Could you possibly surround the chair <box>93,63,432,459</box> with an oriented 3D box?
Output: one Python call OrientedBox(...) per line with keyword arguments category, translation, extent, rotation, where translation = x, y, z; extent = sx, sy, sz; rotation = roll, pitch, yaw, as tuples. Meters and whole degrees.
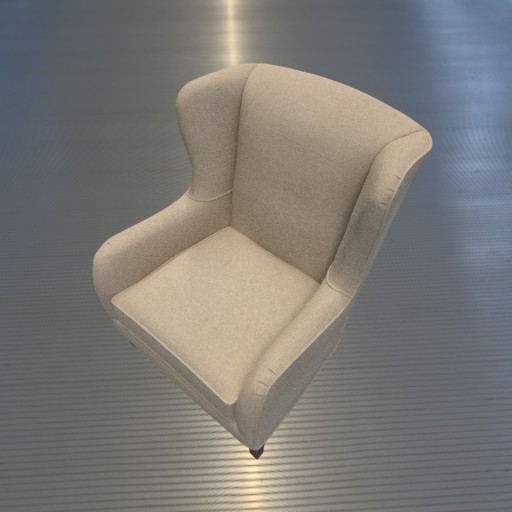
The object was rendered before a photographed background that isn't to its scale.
OrientedBox(category="chair", translation=(0.000, 0.000, 1.676), extent=(0.838, 1.040, 0.966), rotation=(33, 56, 26))
